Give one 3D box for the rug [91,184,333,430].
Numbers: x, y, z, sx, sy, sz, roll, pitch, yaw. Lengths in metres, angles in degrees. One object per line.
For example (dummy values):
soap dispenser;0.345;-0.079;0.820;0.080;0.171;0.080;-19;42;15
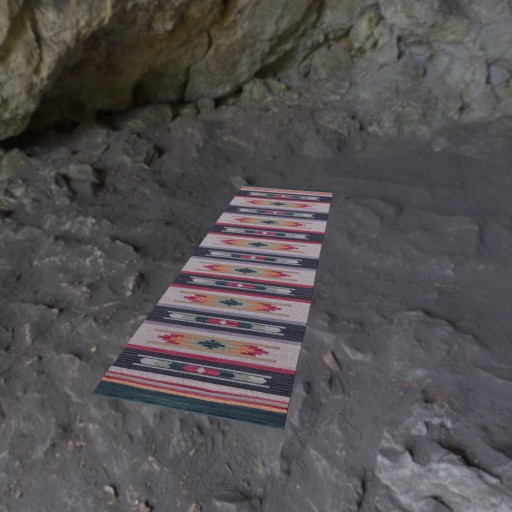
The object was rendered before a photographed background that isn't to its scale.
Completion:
rug;0.000;0.000;2.677;0.760;0.009;2.440;6;29;11
